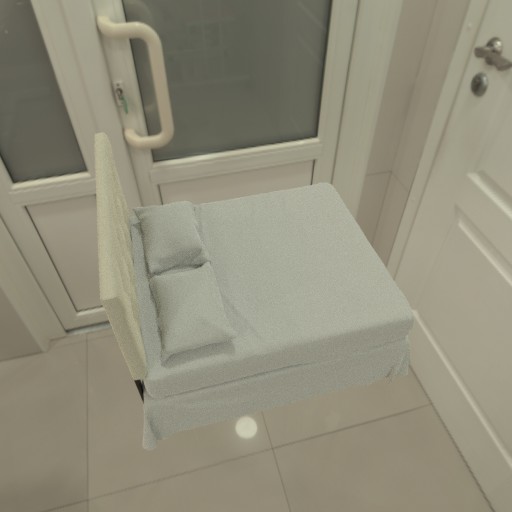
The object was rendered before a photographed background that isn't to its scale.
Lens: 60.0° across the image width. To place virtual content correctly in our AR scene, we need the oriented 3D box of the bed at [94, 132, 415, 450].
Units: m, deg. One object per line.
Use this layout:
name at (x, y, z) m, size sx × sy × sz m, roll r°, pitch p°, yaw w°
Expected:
bed at (0.000, 0.000, 3.495) m, size 2.222 × 1.577 × 1.936 m, roll -11°, pitch 47°, yaw -10°
